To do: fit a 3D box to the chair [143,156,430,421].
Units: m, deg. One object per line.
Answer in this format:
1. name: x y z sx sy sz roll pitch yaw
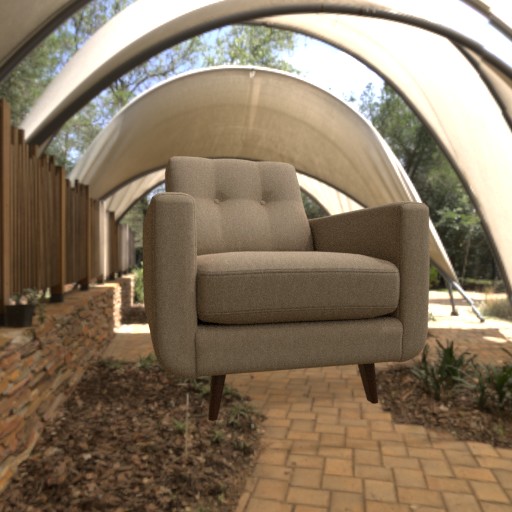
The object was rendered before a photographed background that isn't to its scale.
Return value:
1. chair: 0.000 0.000 1.833 0.897 0.965 1.128 0 0 -16
